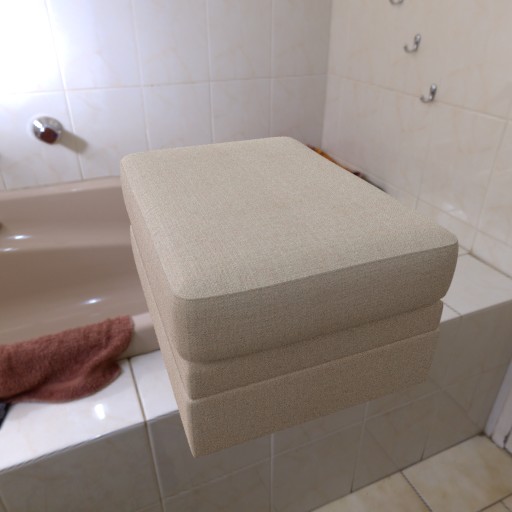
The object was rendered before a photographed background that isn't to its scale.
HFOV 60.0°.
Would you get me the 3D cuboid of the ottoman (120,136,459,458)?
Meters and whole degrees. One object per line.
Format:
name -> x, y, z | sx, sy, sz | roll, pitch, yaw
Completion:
ottoman -> 0.000, 0.000, 1.265 | 0.637, 0.478, 0.885 | -11, 32, -18
